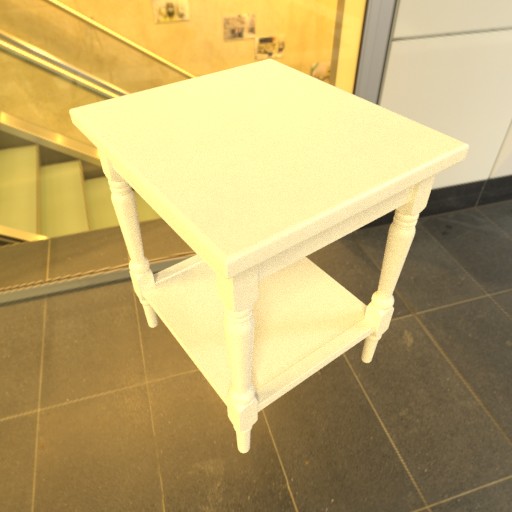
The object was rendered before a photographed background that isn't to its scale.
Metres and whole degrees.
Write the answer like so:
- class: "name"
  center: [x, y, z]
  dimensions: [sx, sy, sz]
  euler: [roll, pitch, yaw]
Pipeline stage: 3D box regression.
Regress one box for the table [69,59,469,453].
- class: "table"
  center: [0.000, 0.000, 0.902]
  dimensions: [0.442, 0.565, 0.488]
  euler: [-26, 48, -26]
